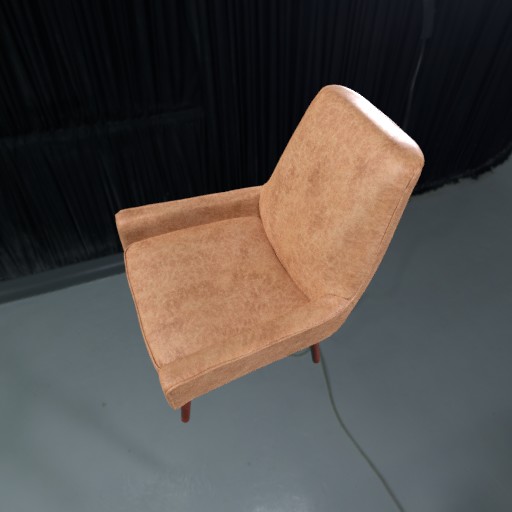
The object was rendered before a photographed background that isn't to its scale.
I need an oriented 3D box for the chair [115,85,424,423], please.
[{"bbox_3d":[0.000,0.000,1.502,0.851,0.883,0.753,-17,49,-15],"label":"chair"}]
